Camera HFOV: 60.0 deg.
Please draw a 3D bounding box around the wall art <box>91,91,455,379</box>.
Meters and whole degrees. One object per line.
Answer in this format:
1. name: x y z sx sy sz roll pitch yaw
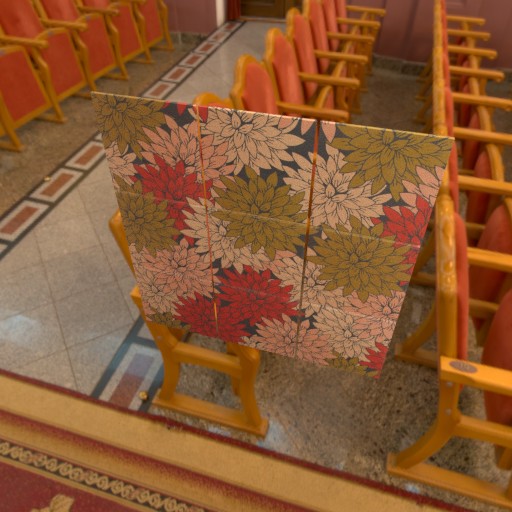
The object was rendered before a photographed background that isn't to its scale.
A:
1. wall art: 0.000 0.000 1.821 1.206 1.218 0.013 11 43 13
